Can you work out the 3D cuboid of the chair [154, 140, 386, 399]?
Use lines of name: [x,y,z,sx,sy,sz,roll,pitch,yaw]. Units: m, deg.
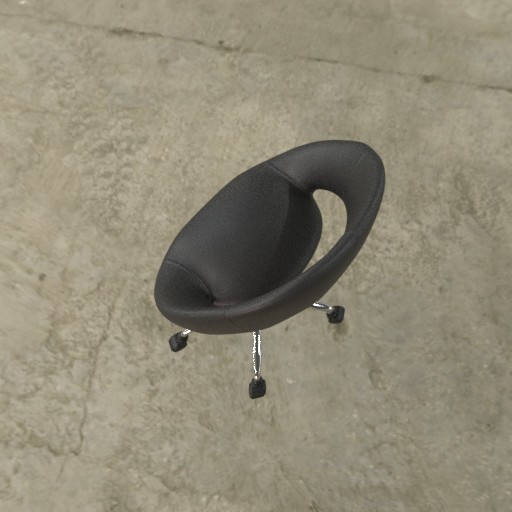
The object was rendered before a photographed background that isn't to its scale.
chair: [0.000,0.000,1.188,0.538,0.791,0.612,37,70,16]
